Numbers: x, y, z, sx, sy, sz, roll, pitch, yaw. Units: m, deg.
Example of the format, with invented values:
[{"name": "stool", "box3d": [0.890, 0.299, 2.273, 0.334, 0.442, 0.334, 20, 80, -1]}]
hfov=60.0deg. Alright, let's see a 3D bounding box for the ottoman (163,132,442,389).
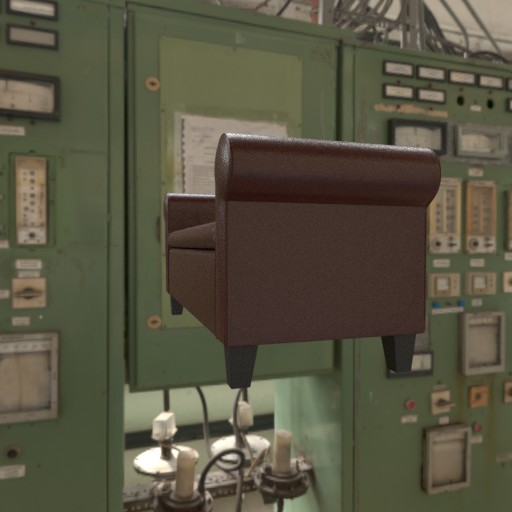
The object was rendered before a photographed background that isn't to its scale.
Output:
[{"name": "ottoman", "box3d": [0.000, 0.000, 1.545, 0.521, 0.547, 1.256, 0, 1, -17]}]
